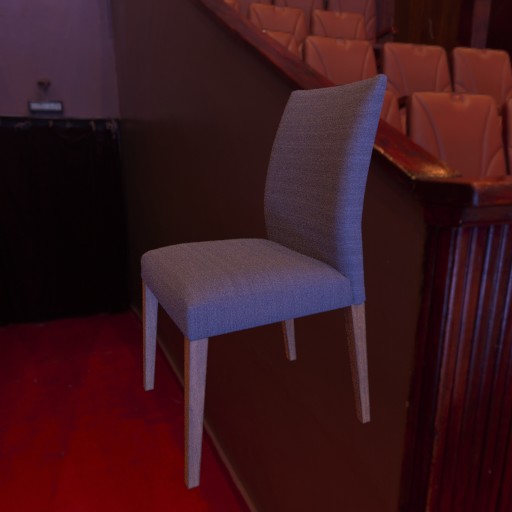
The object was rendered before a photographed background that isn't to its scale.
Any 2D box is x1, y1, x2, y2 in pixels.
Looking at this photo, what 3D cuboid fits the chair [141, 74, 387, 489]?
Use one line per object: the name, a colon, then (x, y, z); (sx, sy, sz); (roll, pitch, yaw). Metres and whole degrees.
chair: (0.000, 0.000, 1.251); (0.585, 0.940, 0.496); (-7, 16, -25)
